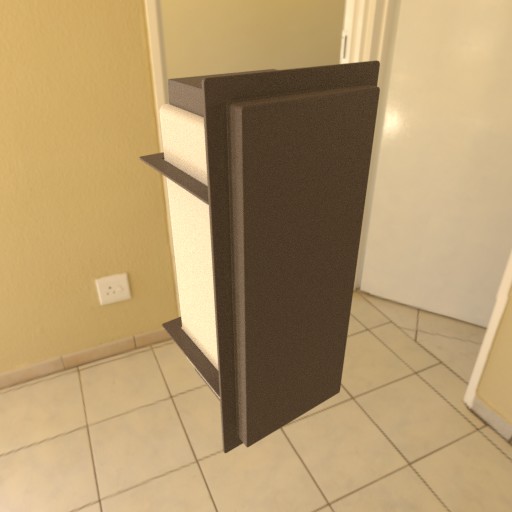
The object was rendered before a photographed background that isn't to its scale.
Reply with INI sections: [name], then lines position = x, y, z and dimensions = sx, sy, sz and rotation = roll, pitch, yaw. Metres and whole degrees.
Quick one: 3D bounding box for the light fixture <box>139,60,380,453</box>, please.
[light fixture]
position = 0.000, 0.000, 0.427
dimensions = 0.153, 0.347, 0.146
rotation = -19, 35, -30
